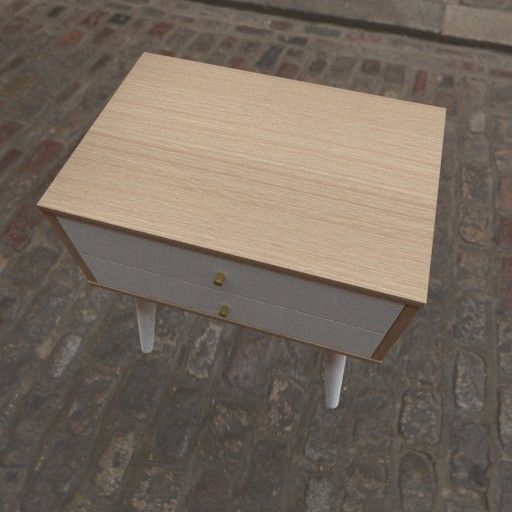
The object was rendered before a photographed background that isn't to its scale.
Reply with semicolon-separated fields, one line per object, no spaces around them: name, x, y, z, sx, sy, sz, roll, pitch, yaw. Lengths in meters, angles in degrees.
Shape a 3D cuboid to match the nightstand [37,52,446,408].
nightstand;0.000;0.000;0.971;0.571;0.610;0.407;14;59;9
